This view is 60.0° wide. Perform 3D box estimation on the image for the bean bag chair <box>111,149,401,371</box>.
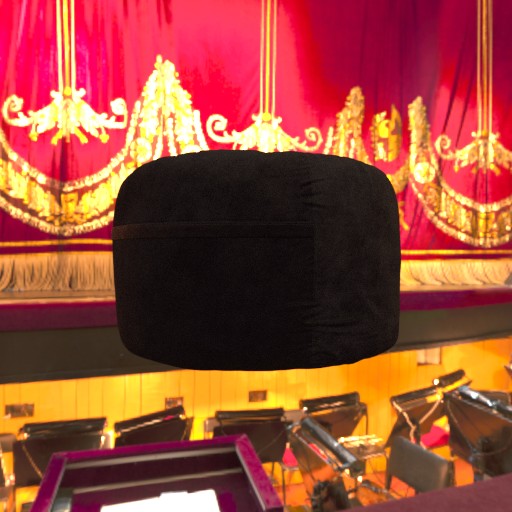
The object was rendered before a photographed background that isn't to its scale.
[{"bbox_3d":[0.000,0.000,1.967,1.219,0.762,1.219,0,1,0],"label":"bean bag chair"}]
